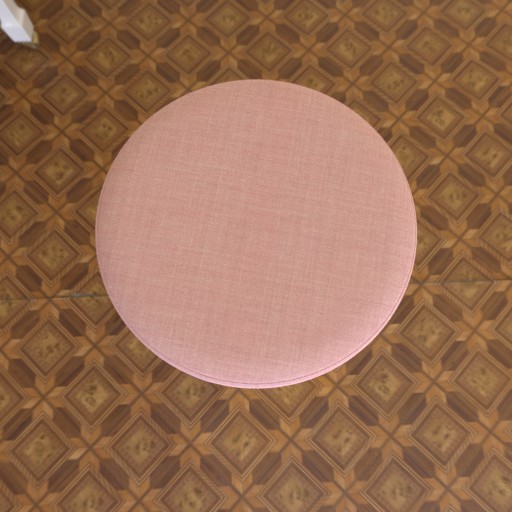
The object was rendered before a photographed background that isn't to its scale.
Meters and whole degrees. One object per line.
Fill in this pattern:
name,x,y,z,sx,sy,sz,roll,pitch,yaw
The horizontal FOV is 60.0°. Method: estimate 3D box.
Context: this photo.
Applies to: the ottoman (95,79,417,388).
ottoman,0.000,0.000,0.722,0.400,0.406,0.400,0,76,0
